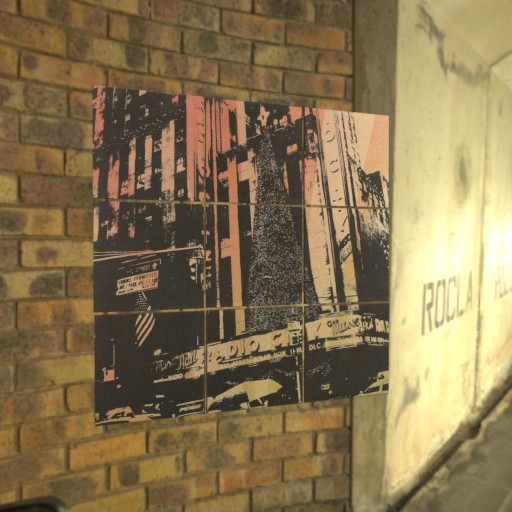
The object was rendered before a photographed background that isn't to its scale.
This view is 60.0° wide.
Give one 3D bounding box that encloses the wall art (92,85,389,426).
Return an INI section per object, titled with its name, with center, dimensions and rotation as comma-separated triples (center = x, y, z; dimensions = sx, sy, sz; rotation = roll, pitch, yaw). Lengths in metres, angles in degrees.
[wall art]
center = 0.000, 0.000, 1.332
dimensions = 0.919, 0.917, 0.010
rotation = 0, 1, -17
